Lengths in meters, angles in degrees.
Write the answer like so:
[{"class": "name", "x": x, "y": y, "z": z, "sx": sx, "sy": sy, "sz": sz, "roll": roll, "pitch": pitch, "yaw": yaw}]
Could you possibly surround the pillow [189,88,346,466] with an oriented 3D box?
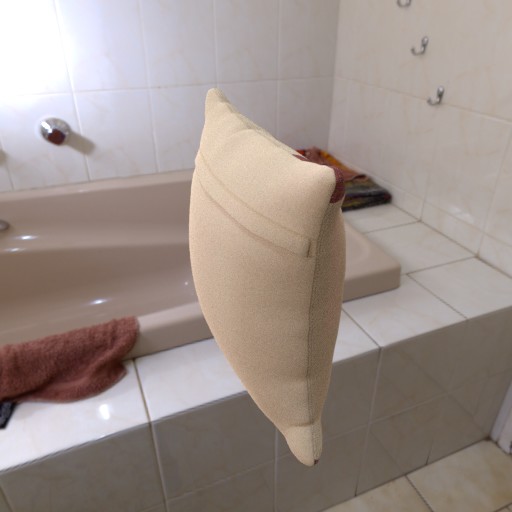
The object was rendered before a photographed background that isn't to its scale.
[{"class": "pillow", "x": 0.000, "y": 0.000, "z": 0.808, "sx": 0.229, "sy": 0.506, "sz": 0.536, "roll": -11, "pitch": 32, "yaw": -18}]
